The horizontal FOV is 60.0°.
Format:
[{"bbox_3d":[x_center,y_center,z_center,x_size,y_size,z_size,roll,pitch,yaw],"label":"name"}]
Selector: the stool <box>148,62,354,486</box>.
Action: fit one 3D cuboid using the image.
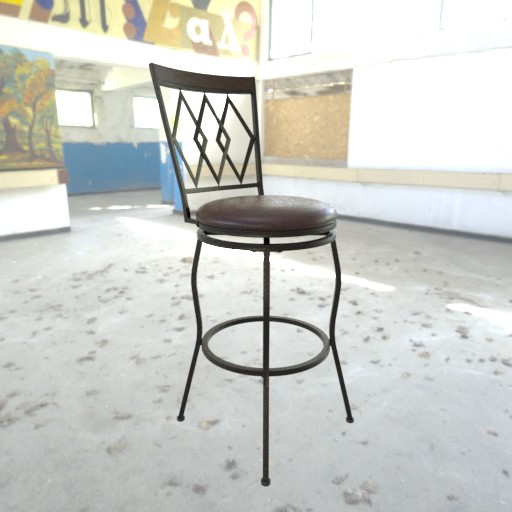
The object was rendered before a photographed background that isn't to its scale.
[{"bbox_3d":[0.000,0.000,1.393,0.432,1.134,0.521,-14,20,-42],"label":"stool"}]
